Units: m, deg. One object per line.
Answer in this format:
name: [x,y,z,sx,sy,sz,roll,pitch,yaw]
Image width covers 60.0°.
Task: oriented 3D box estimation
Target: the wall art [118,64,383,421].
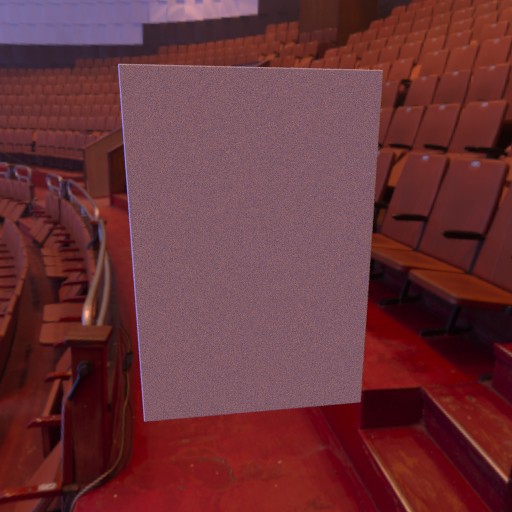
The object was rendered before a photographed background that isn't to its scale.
wall art: [0.000,0.000,0.610,0.329,0.482,0.011,-2,15,-8]
